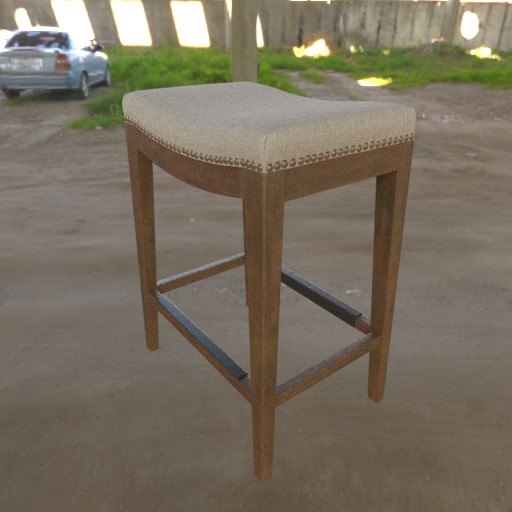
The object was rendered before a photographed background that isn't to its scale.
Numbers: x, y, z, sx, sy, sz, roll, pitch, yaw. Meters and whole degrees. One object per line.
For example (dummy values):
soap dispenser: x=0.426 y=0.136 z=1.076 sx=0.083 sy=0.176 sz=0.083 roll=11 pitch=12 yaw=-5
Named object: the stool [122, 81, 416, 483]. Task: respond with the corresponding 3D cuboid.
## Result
stool: x=0.000 y=0.000 z=0.961 sx=0.356 sy=0.660 sz=0.508 roll=-19 pitch=33 yaw=-33
